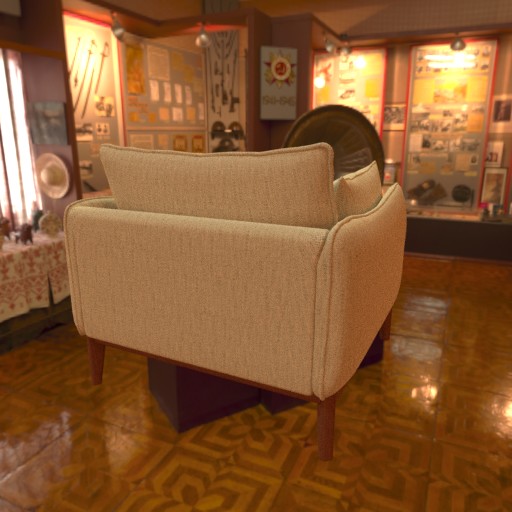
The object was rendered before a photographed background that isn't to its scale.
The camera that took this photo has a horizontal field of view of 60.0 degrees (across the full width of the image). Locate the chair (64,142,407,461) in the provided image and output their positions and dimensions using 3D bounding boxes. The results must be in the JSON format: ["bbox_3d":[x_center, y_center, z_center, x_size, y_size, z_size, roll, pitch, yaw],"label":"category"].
[{"bbox_3d":[0.000,0.000,1.697,0.994,0.855,0.991,7,17,26],"label":"chair"}]
